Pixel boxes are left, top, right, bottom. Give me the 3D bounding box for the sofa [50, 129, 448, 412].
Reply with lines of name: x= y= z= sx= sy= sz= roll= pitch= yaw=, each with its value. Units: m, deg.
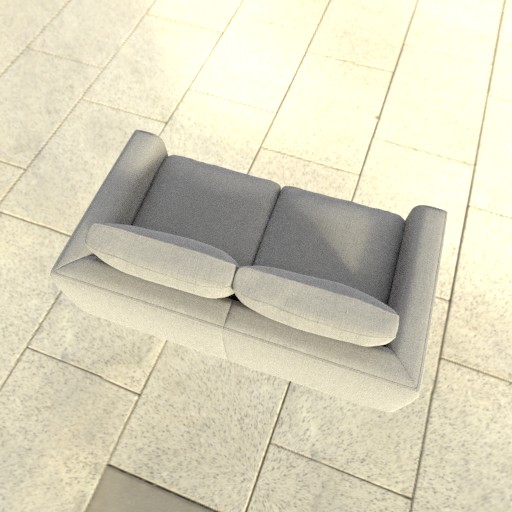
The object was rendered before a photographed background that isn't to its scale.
sofa: x=0.000 y=0.000 z=2.475 sx=1.920 sy=0.800 sz=1.069 roll=16 pitch=64 yaw=8
